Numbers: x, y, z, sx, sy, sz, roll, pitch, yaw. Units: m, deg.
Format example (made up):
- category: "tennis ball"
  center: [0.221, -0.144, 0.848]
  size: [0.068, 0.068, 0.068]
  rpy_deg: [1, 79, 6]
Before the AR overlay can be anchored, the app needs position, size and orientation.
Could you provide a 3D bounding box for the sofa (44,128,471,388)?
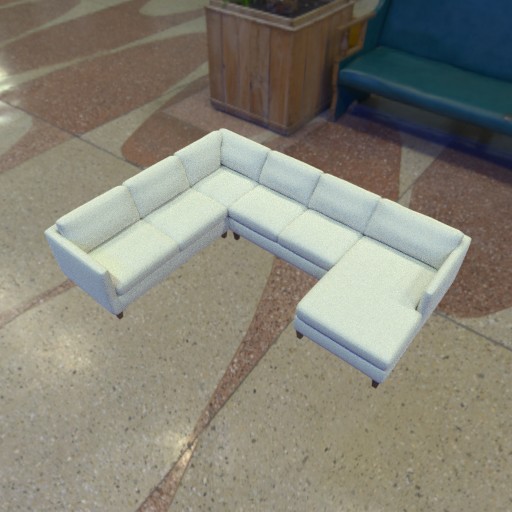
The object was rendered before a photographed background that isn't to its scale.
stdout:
- category: "sofa"
  center: [0.000, 0.000, 4.379]
  size: [3.238, 0.853, 2.551]
  rpy_deg: [30, 52, 27]
